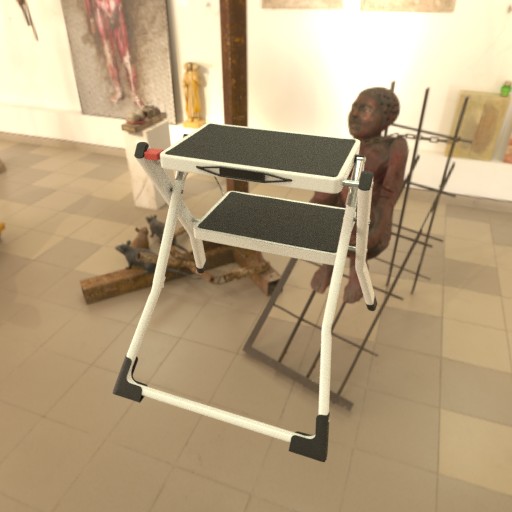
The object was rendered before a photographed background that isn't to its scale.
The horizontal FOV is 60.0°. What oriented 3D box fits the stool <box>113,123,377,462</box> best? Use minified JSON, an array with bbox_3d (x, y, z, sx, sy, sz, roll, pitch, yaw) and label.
[{"bbox_3d":[0.000,0.000,0.882,0.485,0.445,0.490,11,35,17],"label":"stool"}]
